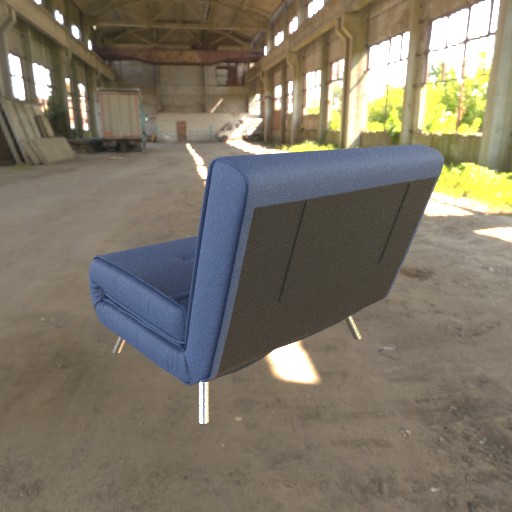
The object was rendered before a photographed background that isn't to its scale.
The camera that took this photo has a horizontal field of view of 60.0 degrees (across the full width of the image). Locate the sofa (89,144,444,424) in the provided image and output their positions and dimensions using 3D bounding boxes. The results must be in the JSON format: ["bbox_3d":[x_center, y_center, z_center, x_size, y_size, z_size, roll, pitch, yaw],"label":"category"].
[{"bbox_3d":[0.000,0.000,1.763,0.999,0.860,0.996,-15,22,-41],"label":"sofa"}]
